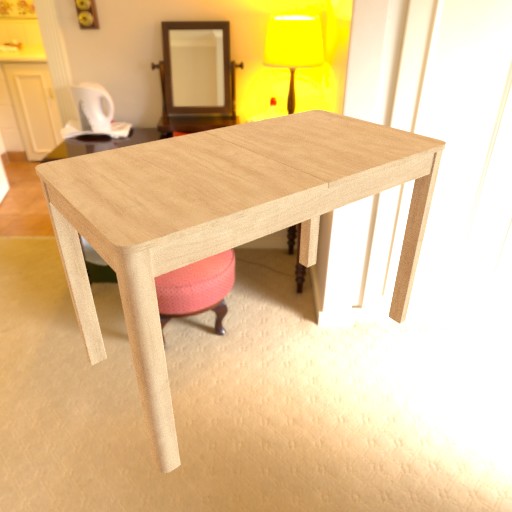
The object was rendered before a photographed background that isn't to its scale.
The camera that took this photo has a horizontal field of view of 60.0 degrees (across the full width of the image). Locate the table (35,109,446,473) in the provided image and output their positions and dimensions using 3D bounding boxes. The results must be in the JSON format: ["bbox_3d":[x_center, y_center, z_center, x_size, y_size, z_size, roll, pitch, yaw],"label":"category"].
[{"bbox_3d":[0.000,0.000,1.892,1.400,0.900,0.750,-22,37,-32],"label":"table"}]
